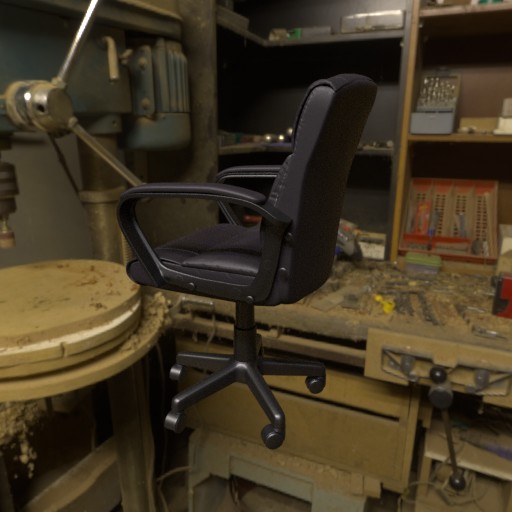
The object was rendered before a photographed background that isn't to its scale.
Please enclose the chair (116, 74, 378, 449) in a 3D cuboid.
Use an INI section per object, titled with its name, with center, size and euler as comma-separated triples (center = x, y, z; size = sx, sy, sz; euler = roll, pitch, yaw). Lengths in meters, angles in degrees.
[chair]
center = 0.000, 0.000, 1.349
size = 0.641, 0.998, 0.576
euler = 7, 18, 23
